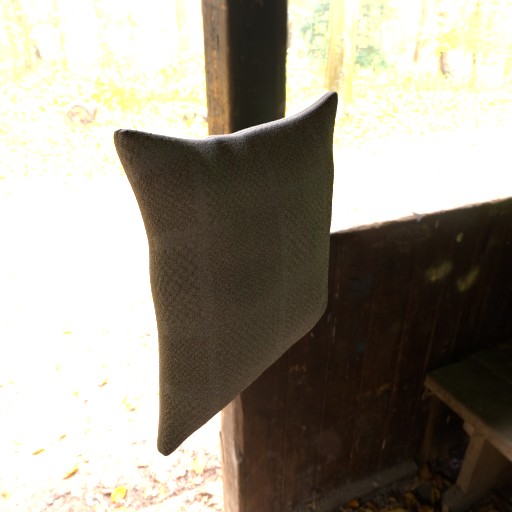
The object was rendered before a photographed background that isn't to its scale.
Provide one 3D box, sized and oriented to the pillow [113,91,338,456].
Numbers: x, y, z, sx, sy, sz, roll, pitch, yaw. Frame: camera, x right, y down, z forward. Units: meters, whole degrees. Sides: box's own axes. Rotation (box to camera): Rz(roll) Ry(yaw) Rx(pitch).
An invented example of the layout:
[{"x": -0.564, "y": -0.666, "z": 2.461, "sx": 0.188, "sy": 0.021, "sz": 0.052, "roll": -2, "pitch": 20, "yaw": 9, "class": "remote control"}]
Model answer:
[{"x": 0.000, "y": 0.000, "z": 0.664, "sx": 0.138, "sy": 0.432, "sz": 0.436, "roll": 18, "pitch": 32, "yaw": 32, "class": "pillow"}]
